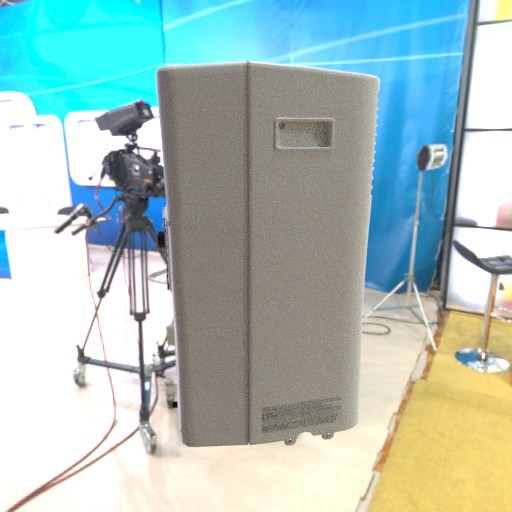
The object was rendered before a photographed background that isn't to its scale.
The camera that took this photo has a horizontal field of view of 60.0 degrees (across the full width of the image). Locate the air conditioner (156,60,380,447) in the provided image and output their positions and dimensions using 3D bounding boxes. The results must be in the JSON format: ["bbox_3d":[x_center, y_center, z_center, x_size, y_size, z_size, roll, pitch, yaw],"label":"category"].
[{"bbox_3d":[0.000,0.000,0.799,0.349,0.606,0.304,-3,15,-10],"label":"air conditioner"}]
